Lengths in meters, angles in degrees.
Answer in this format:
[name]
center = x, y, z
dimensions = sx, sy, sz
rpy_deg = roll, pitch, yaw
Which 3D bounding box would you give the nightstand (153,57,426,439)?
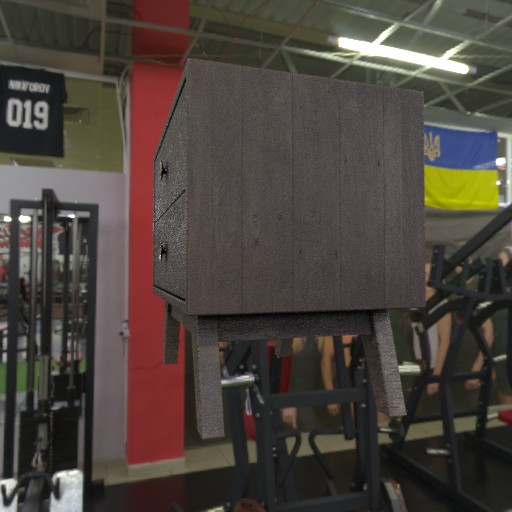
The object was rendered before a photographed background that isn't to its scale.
[nightstand]
center = 0.000, 0.000, 1.055
dimensions = 0.450, 0.599, 0.650
rpy_deg = 0, -1, -18
